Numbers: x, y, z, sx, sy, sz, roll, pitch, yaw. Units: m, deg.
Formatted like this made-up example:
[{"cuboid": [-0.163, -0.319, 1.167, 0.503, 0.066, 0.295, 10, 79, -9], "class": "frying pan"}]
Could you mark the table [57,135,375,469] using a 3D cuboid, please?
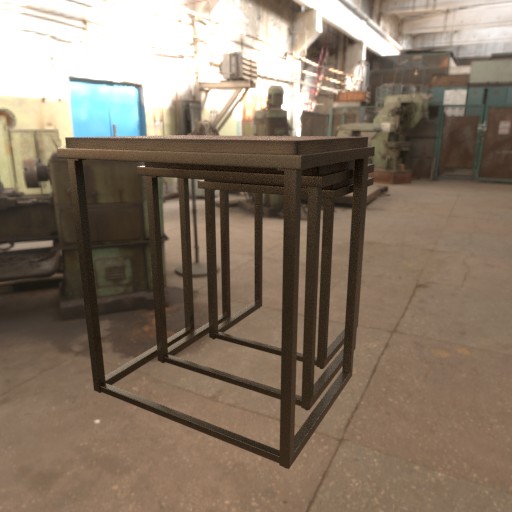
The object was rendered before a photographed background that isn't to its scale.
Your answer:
[{"cuboid": [0.000, 0.000, 1.168, 0.559, 0.610, 0.706, 9, 18, 28], "class": "table"}]
